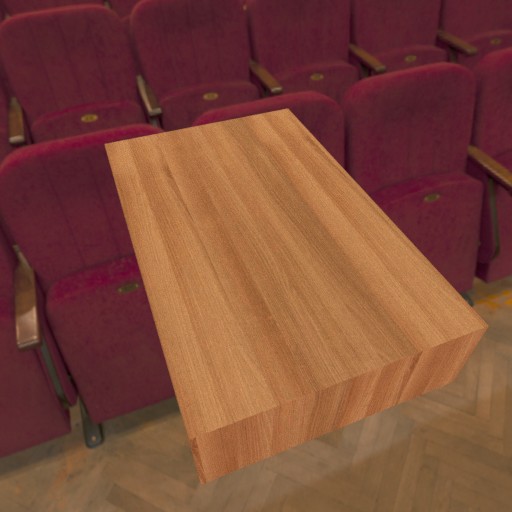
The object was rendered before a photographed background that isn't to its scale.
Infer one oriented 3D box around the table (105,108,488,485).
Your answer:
[{"bbox_3d":[0.000,0.000,1.390,0.700,0.330,1.100,-16,48,-15],"label":"table"}]
